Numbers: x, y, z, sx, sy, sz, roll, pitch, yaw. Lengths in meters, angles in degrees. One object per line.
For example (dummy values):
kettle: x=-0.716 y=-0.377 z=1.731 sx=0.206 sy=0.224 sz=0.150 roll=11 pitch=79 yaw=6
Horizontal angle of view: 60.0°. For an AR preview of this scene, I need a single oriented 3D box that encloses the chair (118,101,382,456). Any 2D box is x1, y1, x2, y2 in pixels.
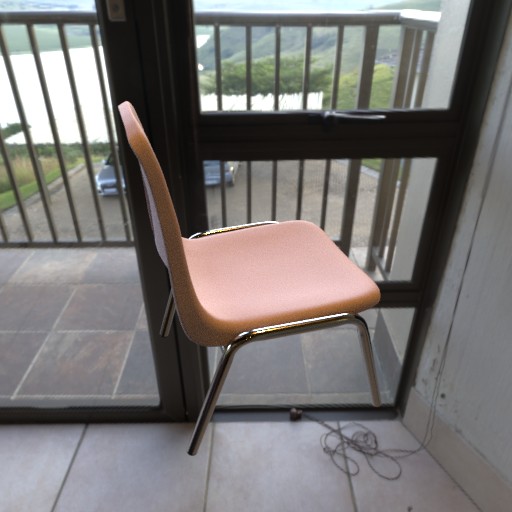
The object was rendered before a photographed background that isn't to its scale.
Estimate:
chair: x=0.000 y=0.000 z=0.783 sx=0.385 sy=0.536 sz=0.354 roll=-10 pitch=33 yaw=-16
